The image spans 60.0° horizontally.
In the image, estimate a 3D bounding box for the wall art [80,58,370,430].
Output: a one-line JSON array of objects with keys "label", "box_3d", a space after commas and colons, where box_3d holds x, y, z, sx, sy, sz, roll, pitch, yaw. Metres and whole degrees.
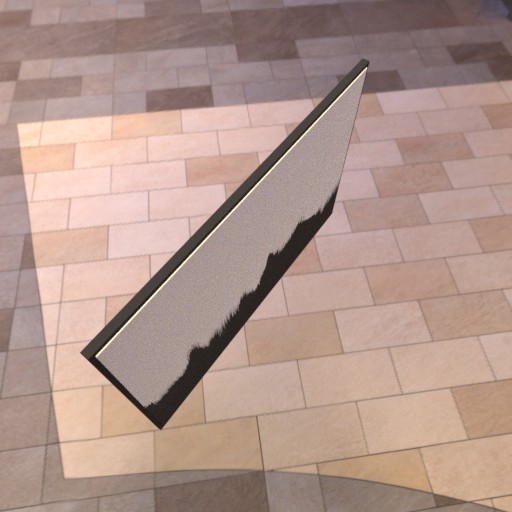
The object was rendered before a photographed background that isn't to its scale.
[{"label": "wall art", "box_3d": [0.000, 0.000, 1.496, 0.028, 0.805, 1.190, 32, 64, 18]}]
